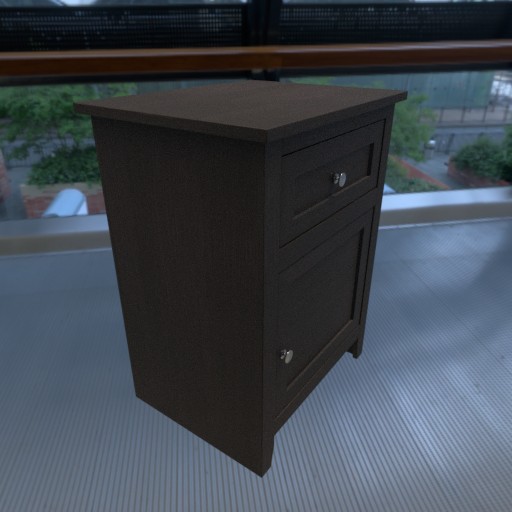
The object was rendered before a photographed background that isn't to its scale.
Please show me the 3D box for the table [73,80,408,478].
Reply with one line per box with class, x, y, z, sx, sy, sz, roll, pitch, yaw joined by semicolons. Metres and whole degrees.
table;0.000;0.000;0.928;0.381;0.635;0.480;18;32;32
